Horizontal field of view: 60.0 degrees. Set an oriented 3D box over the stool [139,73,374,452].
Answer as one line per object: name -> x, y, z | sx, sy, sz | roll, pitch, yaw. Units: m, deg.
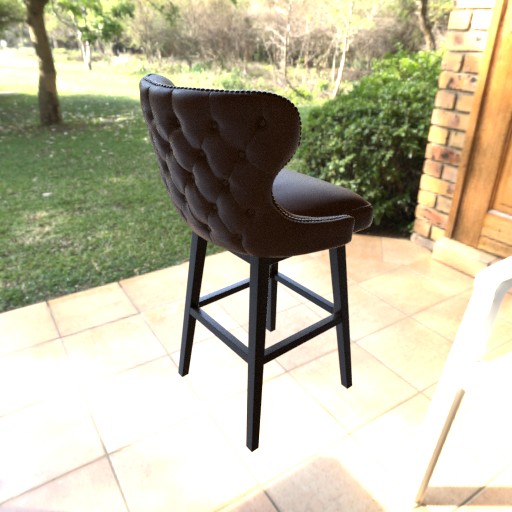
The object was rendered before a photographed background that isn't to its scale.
stool -> 0.000, 0.000, 1.435 | 0.606, 1.087, 0.591 | -20, 33, -34
